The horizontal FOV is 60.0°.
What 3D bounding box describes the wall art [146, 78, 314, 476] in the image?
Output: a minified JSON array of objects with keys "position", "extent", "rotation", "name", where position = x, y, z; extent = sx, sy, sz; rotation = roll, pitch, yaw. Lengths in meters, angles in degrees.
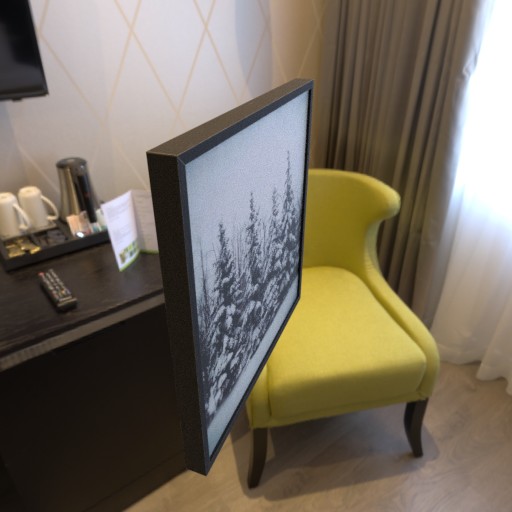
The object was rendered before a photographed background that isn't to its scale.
[{"position":[0.000,0.000,0.765],"extent":[0.036,0.506,0.506],"rotation":[11,32,19],"name":"wall art"}]
